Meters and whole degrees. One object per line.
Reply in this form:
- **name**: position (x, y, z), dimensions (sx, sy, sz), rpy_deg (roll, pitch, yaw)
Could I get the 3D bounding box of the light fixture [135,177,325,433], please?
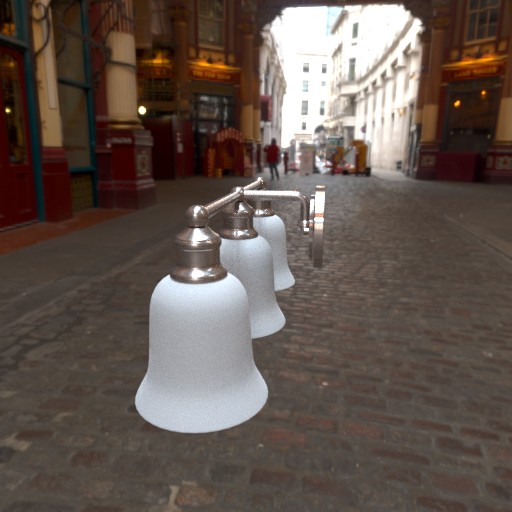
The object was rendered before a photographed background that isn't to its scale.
- **light fixture**: position (0.000, 0.000, 0.666), dimensions (0.198, 0.211, 0.570), rpy_deg (2, 14, 9)
